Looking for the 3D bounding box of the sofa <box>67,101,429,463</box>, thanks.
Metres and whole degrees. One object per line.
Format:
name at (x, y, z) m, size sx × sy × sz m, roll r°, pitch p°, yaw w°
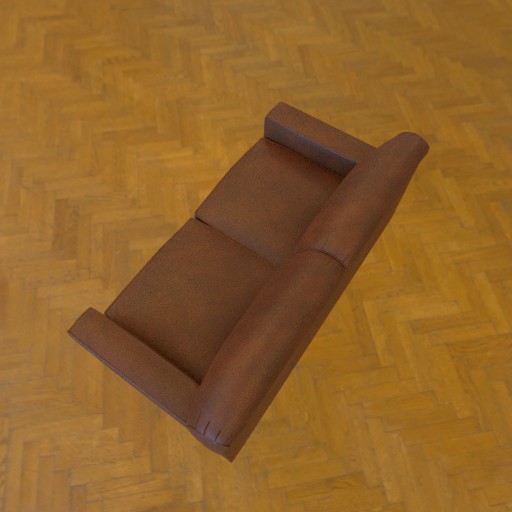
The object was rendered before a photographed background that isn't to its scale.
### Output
sofa at (0.000, 0.000, 2.445) m, size 1.000 × 0.966 × 1.856 m, roll 31°, pitch 67°, yaw 15°
